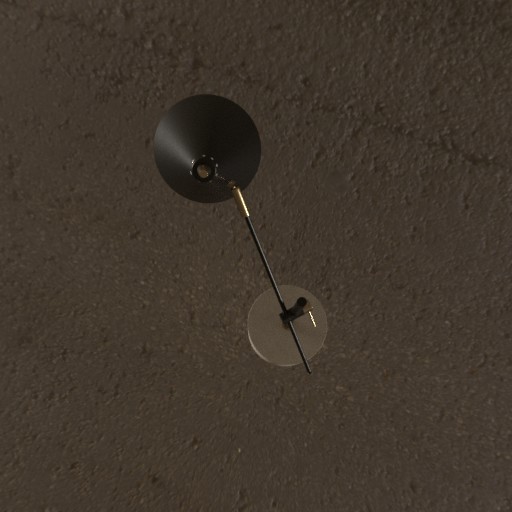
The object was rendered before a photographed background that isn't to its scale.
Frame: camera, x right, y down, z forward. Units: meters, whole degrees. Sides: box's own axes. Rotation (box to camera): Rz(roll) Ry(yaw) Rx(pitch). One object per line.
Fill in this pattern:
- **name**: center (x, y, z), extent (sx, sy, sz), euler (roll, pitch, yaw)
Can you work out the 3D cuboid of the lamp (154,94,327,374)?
- **lamp**: center (0.000, 0.000, 0.714), extent (0.214, 0.518, 0.403), euler (-16, 76, -4)
